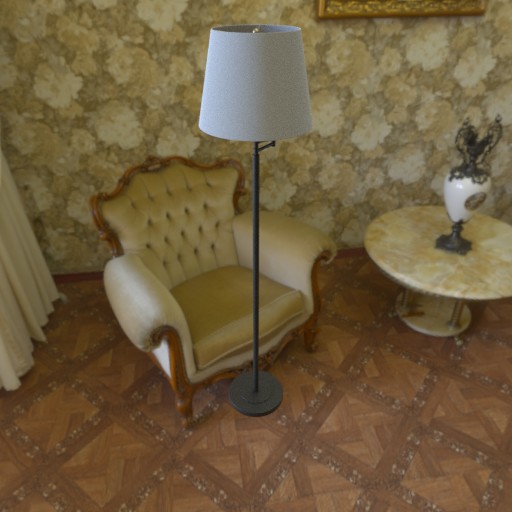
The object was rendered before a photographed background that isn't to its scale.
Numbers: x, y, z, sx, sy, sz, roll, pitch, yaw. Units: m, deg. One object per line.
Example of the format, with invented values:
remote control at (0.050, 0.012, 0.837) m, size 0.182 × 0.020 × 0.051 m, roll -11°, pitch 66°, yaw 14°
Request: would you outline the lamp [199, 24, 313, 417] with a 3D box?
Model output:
lamp at (0.000, 0.000, 1.606) m, size 0.348 × 1.473 × 0.348 m, roll 21°, pitch 38°, yaw 30°
